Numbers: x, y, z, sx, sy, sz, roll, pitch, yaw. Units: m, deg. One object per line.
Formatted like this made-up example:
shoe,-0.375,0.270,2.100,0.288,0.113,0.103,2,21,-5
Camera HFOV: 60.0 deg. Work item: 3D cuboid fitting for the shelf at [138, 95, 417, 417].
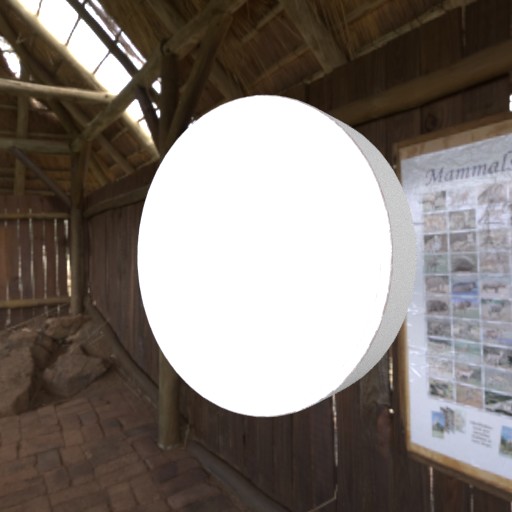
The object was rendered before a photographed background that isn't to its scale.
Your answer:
shelf,0.000,0.000,1.197,0.806,0.807,0.158,0,0,37
